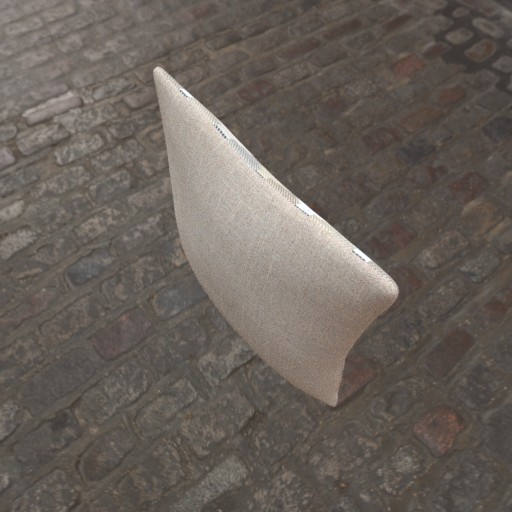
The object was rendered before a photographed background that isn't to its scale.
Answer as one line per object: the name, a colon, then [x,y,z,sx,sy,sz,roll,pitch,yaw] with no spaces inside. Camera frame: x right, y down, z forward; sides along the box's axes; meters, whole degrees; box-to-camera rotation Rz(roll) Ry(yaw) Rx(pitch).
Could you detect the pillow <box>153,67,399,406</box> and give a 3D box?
pillow: [0.000,0.000,0.877,0.192,0.558,0.578,-34,65,-18]
